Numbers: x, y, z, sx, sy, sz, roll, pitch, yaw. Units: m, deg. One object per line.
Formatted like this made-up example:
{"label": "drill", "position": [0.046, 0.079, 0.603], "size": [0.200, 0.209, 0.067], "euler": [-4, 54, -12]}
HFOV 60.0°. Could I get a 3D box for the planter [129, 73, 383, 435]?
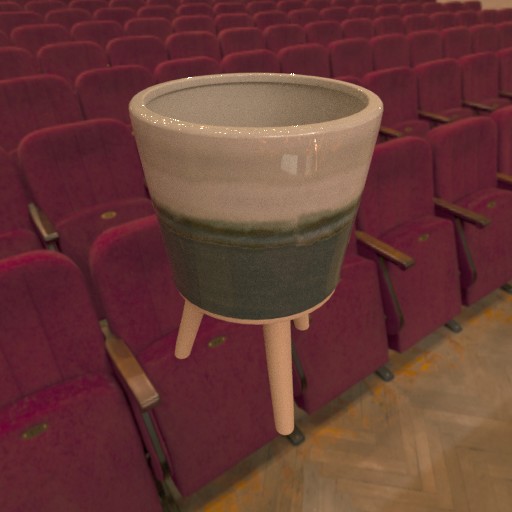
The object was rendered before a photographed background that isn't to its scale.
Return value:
{"label": "planter", "position": [0.000, 0.000, 0.474], "size": [0.217, 0.331, 0.217], "euler": [-21, 38, -30]}
